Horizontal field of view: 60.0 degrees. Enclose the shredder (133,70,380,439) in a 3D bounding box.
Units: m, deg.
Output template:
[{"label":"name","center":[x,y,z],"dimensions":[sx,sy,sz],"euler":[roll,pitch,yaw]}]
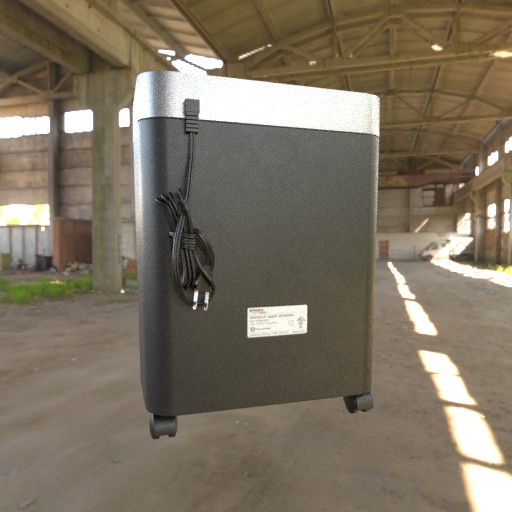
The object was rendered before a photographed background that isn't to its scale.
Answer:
[{"label":"shredder","center":[0.000,0.000,0.597],"dimensions":[0.311,0.419,0.237],"euler":[-1,2,-17]}]
